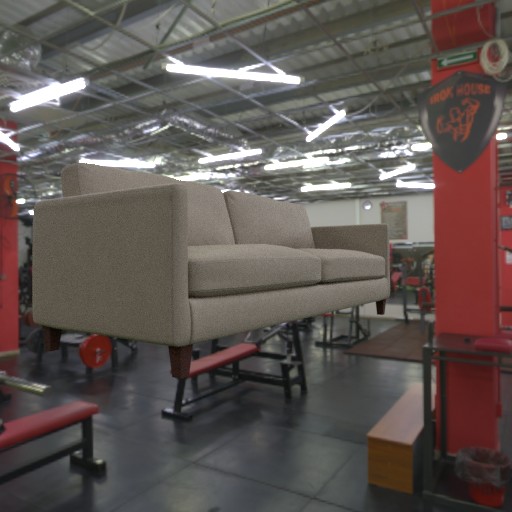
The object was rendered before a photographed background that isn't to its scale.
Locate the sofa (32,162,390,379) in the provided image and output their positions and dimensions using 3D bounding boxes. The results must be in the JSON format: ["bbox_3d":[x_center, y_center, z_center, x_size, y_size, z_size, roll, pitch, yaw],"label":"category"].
[{"bbox_3d":[0.000,0.000,2.804,0.988,0.912,2.404,0,0,35],"label":"sofa"}]
